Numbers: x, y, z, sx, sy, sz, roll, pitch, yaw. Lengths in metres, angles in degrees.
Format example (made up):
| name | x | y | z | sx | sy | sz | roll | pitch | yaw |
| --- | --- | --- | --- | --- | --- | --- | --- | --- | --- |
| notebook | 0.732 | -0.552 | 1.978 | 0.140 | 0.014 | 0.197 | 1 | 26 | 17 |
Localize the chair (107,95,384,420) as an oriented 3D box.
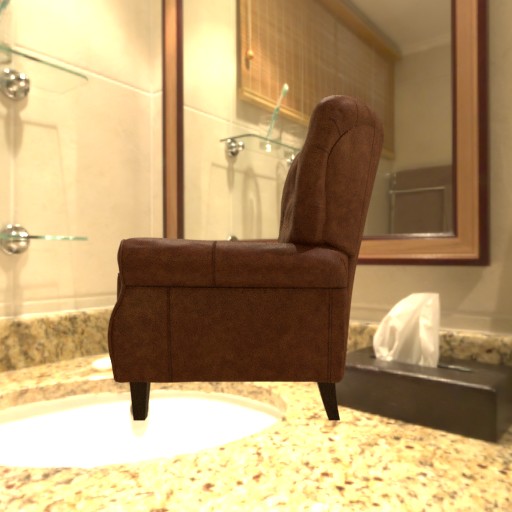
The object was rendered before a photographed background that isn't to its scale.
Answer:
| name | x | y | z | sx | sy | sz | roll | pitch | yaw |
| --- | --- | --- | --- | --- | --- | --- | --- | --- | --- |
| chair | 0.000 | 0.000 | 1.917 | 1.059 | 1.164 | 0.951 | 0 | 0 | 0 |
